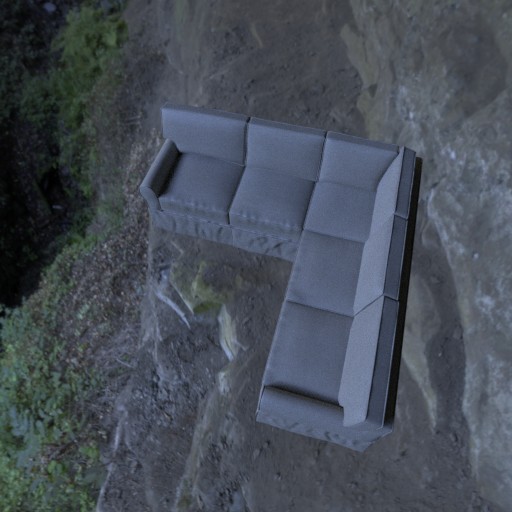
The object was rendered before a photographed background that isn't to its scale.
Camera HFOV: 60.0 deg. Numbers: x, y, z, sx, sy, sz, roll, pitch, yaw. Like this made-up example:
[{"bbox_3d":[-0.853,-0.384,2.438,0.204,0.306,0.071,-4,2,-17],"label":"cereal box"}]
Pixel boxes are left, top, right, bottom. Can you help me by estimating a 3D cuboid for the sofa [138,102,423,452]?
[{"bbox_3d":[0.000,0.000,4.044,2.618,1.081,2.623,13,60,8],"label":"sofa"}]
